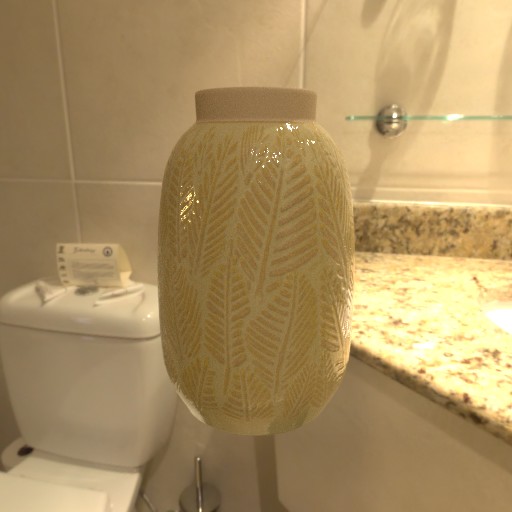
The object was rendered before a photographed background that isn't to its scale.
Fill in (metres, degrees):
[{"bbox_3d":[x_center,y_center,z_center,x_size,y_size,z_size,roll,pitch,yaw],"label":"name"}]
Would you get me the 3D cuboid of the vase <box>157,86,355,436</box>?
[{"bbox_3d":[0.000,0.000,0.388,0.172,0.270,0.172,0,15,0],"label":"vase"}]
